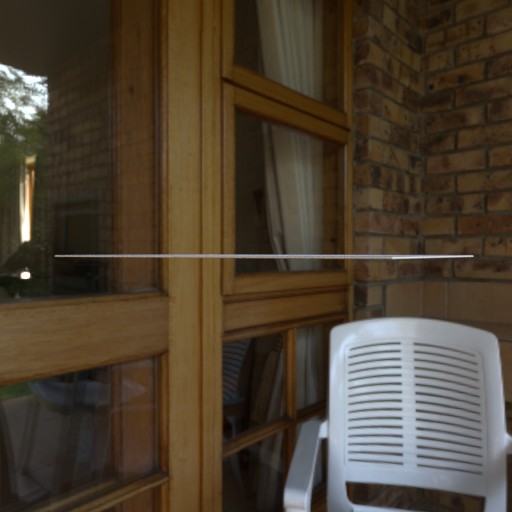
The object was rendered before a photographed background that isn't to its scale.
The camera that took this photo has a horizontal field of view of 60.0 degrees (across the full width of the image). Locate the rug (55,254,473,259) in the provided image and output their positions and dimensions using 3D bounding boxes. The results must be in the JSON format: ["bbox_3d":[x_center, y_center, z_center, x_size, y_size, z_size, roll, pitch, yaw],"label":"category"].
[{"bbox_3d":[0.000,0.000,3.038,2.438,0.012,1.524,0,0,37],"label":"rug"}]
